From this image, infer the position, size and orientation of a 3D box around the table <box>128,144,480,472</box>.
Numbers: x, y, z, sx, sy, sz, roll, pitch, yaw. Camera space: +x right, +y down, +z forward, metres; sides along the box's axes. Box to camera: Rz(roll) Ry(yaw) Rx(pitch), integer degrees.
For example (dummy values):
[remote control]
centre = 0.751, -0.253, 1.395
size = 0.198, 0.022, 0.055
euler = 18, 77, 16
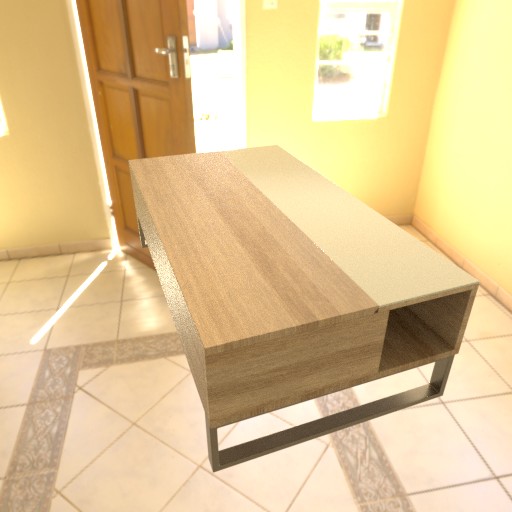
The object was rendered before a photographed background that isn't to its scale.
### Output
[table]
centre = 0.000, 0.000, 1.379
size = 0.600, 0.350, 1.100
euler = -11, 32, -18
